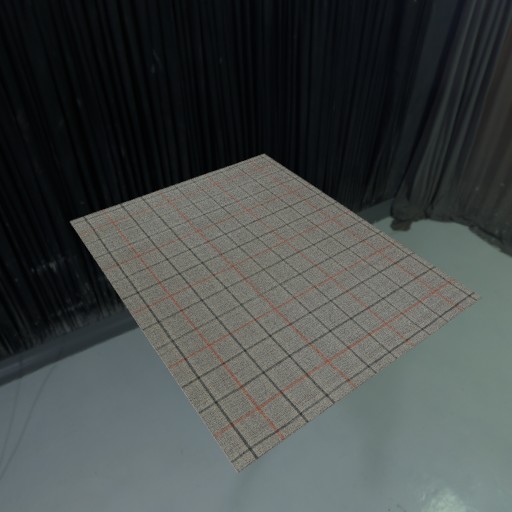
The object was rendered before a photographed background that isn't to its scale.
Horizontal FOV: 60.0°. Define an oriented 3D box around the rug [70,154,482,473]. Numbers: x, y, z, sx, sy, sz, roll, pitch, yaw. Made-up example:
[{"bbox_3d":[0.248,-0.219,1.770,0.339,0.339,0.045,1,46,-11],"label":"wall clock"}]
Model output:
[{"bbox_3d":[0.000,0.000,4.078,2.444,0.012,3.048,-25,47,-26],"label":"rug"}]
